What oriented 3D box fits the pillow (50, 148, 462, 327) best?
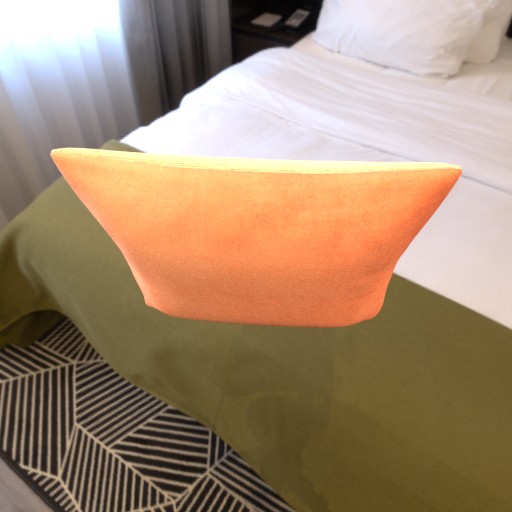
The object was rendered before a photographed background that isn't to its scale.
[{"bbox_3d":[0.000,0.000,0.634,0.424,0.401,0.177,3,46,3],"label":"pillow"}]
